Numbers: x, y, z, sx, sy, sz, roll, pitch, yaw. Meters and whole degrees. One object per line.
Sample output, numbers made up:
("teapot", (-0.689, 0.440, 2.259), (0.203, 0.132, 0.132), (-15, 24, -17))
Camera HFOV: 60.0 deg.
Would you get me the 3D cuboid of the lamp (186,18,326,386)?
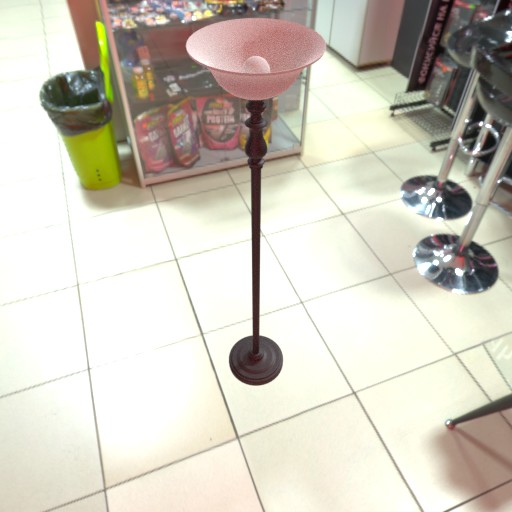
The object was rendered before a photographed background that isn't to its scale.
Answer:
("lamp", (0.000, 0.000, 1.937), (0.405, 1.797, 0.405), (9, 47, 8))
